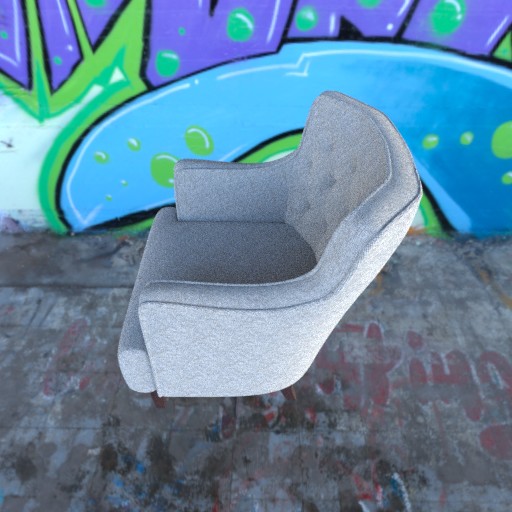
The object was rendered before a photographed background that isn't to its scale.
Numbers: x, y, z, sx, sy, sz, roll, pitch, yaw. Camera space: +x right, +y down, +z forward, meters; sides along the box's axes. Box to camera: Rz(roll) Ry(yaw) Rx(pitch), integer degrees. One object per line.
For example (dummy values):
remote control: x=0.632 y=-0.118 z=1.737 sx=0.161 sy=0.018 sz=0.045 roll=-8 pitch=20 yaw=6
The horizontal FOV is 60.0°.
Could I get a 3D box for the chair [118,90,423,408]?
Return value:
chair: x=0.000 y=0.000 z=1.629 sx=0.910 sy=0.920 sz=0.820 roll=0 pitch=42 yaw=0
